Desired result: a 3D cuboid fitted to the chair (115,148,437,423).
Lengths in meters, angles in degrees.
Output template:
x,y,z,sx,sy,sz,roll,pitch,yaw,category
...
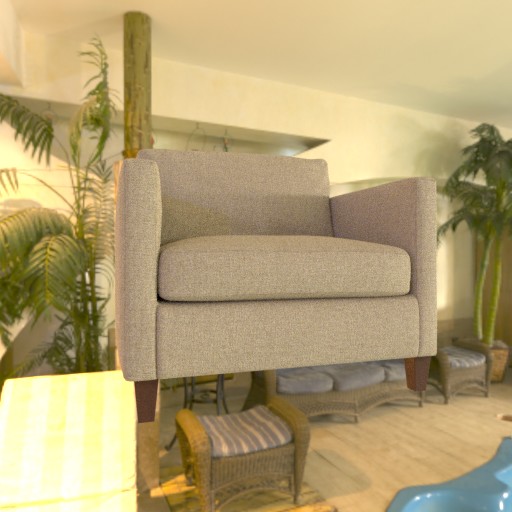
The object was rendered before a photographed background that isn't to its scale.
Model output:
x,y,z,sx,sy,sz,roll,pitch,yaw,category
0.000,0.000,1.831,1.107,0.961,0.959,0,0,-18,chair
